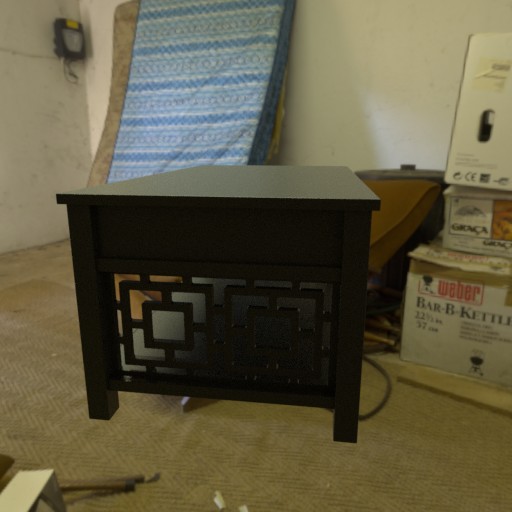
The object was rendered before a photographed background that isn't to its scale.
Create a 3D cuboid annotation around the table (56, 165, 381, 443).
[{"bbox_3d":[0.000,0.000,1.369,0.612,0.493,1.068,2,15,8],"label":"table"}]
